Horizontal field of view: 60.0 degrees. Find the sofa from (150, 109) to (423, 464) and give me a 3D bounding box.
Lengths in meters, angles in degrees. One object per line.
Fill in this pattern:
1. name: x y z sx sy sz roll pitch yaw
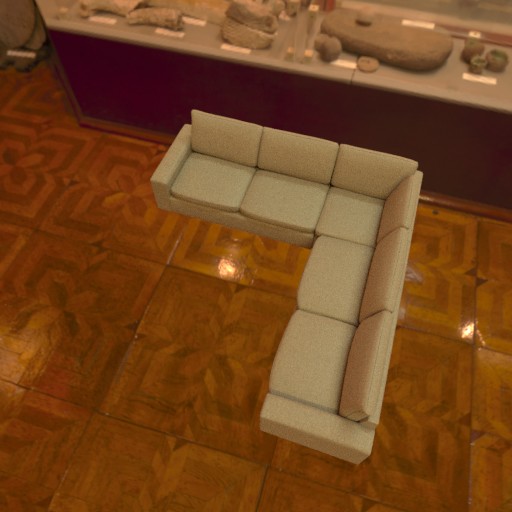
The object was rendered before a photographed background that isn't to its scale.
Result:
1. sofa: 0.000 0.000 4.107 2.622 0.800 2.742 16 59 10
